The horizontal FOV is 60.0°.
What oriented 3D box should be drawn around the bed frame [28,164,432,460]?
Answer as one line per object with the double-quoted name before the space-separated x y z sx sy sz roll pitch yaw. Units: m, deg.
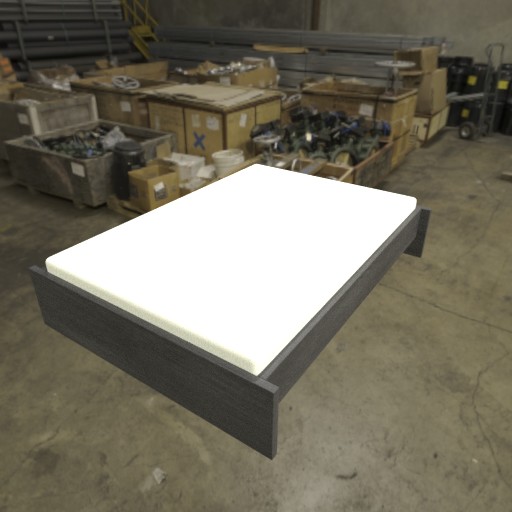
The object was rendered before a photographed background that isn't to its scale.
"bed frame" 0.000 0.000 2.672 1.490 0.432 1.950 19 34 30
